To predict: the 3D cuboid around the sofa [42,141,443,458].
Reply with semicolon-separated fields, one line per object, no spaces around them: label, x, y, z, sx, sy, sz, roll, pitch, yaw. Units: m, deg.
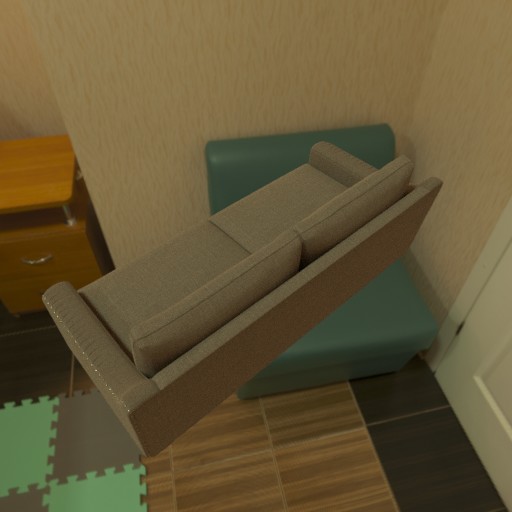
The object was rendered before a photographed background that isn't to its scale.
sofa;0.000;0.000;2.661;2.208;0.857;1.000;-33;55;-27
